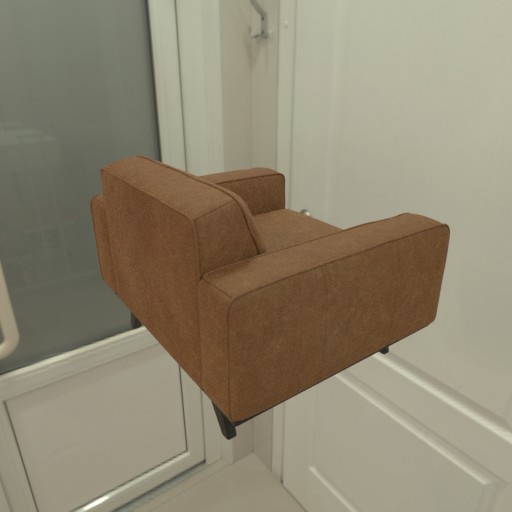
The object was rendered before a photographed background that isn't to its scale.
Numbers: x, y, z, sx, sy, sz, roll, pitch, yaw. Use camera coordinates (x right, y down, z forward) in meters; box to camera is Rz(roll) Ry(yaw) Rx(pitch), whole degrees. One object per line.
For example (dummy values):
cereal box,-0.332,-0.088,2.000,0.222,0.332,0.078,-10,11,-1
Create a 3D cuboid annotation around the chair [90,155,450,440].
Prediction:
chair,0.000,0.000,1.771,0.952,0.782,1.118,-17,29,-32
